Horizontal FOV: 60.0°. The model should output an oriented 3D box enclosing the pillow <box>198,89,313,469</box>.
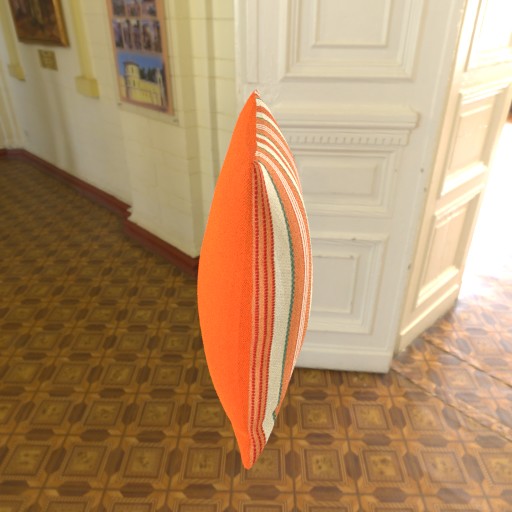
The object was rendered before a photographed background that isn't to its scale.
[{"bbox_3d":[0.000,0.000,0.698,0.182,0.441,0.440,0,30,1],"label":"pillow"}]
